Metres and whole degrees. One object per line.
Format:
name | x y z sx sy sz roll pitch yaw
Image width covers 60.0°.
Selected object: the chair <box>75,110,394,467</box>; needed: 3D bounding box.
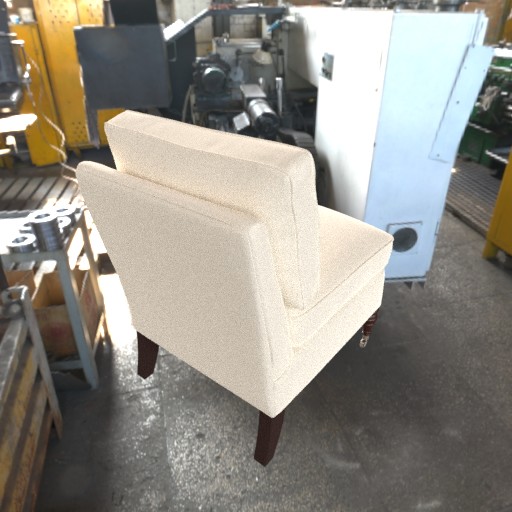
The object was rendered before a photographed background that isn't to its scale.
chair | 0.000 0.000 1.402 0.630 0.887 0.781 22 36 33
